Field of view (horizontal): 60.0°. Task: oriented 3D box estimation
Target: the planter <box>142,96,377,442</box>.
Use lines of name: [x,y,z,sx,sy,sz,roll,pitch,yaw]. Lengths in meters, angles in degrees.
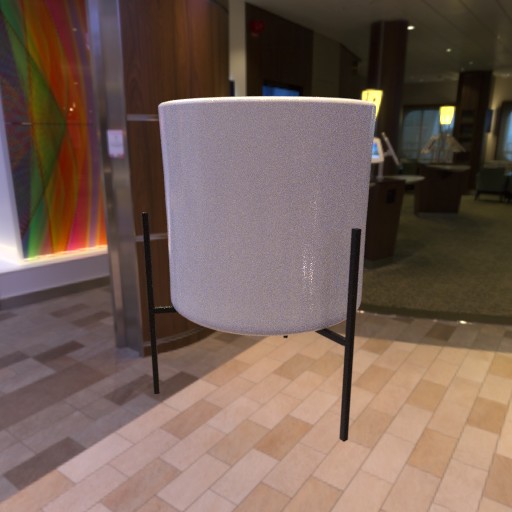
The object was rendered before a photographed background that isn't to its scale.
planter: [0.000,0.000,0.742,0.361,0.480,0.360,-3,16,-10]
